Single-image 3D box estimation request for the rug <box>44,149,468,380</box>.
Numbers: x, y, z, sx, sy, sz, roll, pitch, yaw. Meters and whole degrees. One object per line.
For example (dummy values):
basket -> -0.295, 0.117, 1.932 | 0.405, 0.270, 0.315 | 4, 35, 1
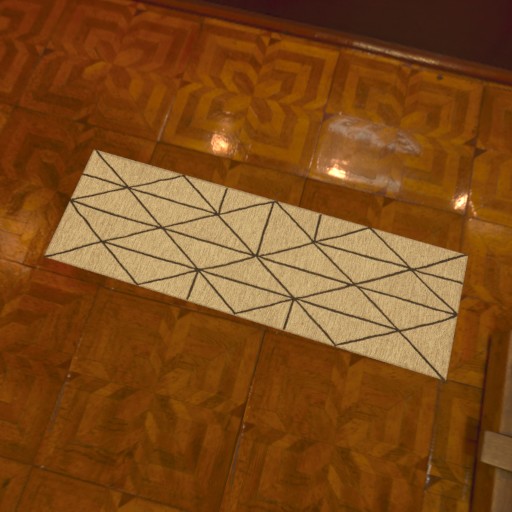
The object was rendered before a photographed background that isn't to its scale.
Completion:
rug -> 0.000, 0.000, 2.670 | 2.438, 0.012, 0.762 | 16, 74, 5
